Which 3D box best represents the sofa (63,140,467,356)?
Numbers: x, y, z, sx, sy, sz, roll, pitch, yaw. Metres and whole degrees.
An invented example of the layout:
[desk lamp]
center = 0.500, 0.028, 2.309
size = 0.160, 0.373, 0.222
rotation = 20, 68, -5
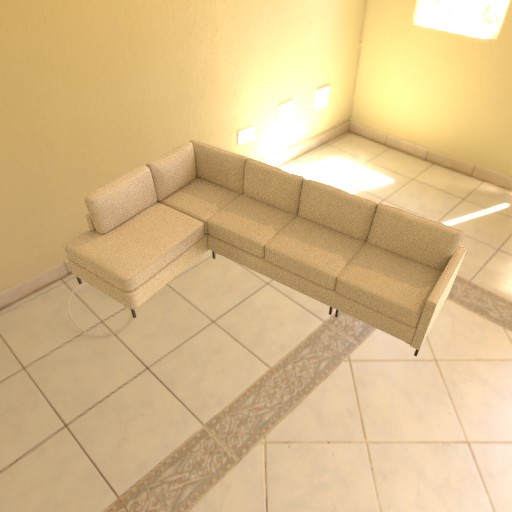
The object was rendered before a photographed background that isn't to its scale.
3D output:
[sofa]
center = 0.000, 0.000, 4.383
size = 3.384, 0.996, 2.048
rotation = 25, 46, 26
